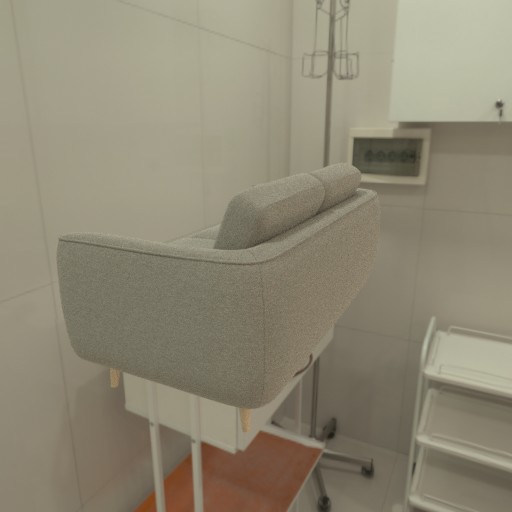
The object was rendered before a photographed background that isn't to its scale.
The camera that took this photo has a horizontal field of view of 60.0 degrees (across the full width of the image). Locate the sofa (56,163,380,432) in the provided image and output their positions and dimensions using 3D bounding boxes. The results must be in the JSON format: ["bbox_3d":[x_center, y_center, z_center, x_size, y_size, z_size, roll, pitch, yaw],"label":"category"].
[{"bbox_3d":[0.000,0.000,2.187,0.920,0.850,1.700,8,18,26],"label":"sofa"}]
